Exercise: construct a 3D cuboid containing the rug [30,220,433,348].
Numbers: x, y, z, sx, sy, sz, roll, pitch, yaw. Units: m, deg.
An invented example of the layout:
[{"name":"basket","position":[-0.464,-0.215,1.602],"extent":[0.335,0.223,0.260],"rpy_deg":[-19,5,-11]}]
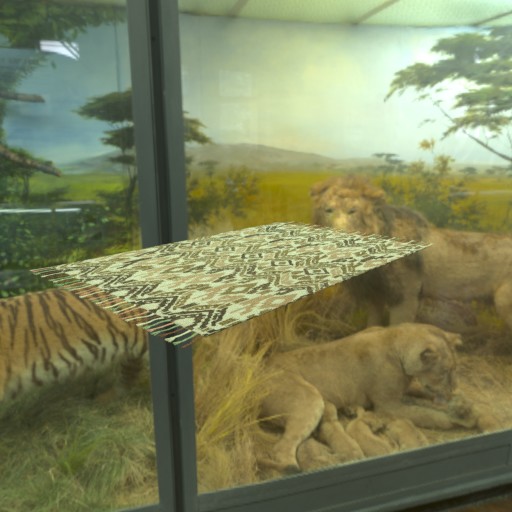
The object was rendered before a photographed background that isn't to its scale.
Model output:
[{"name":"rug","position":[0.000,0.000,3.045],"extent":[1.524,0.008,2.438],"rpy_deg":[14,20,42]}]
